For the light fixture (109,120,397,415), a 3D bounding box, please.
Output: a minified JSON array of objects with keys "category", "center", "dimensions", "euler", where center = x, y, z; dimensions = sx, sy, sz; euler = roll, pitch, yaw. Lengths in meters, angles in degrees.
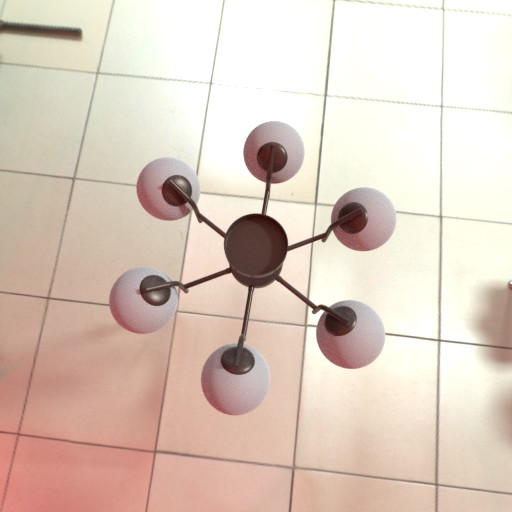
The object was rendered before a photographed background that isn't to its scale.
[{"category":"light fixture","center":[0.000,0.000,0.954],"dimensions":[0.662,0.201,0.662],"euler":[0,77,0]}]
